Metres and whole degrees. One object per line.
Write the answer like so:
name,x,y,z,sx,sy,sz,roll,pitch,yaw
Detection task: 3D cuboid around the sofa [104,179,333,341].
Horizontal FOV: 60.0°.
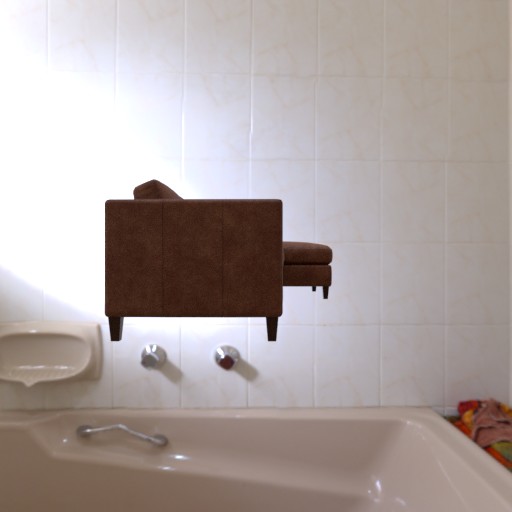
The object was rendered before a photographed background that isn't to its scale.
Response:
sofa,0.000,0.000,3.896,1.581,0.883,3.203,0,0,0
